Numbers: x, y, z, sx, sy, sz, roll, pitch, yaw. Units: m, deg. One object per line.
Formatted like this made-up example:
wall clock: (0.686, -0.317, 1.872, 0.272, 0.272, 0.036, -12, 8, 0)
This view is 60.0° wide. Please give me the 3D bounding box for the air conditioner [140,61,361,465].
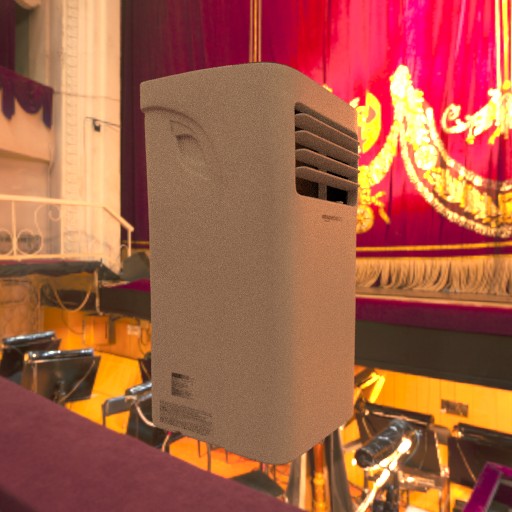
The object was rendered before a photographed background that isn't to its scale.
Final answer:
air conditioner: (0.000, 0.000, 0.934, 0.369, 0.716, 0.352, 0, 0, 35)
